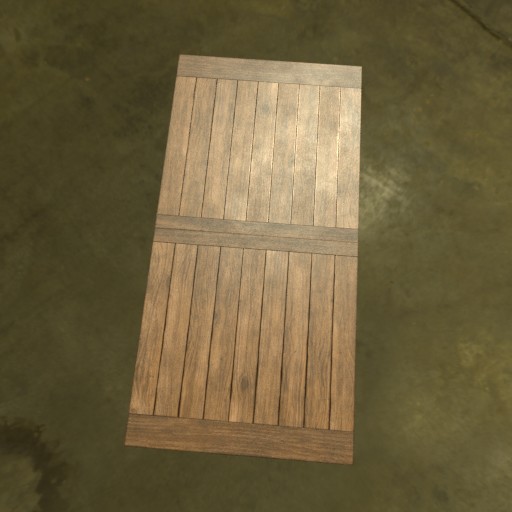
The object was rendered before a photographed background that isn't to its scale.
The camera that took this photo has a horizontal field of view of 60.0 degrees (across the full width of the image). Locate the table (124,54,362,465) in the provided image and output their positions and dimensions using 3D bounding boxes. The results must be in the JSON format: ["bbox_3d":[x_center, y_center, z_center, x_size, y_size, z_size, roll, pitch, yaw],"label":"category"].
[{"bbox_3d":[0.000,0.000,2.388,0.931,0.757,1.867,4,75,1],"label":"table"}]
